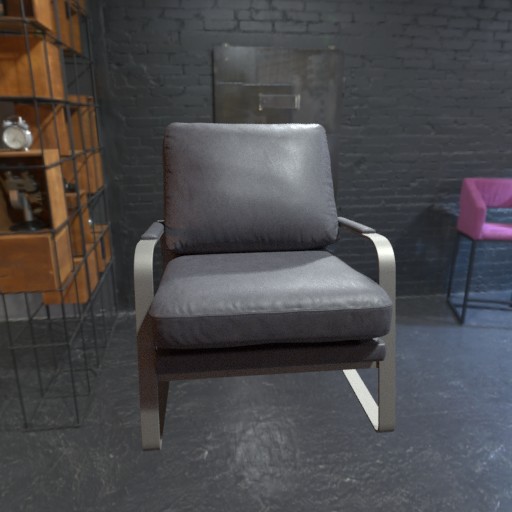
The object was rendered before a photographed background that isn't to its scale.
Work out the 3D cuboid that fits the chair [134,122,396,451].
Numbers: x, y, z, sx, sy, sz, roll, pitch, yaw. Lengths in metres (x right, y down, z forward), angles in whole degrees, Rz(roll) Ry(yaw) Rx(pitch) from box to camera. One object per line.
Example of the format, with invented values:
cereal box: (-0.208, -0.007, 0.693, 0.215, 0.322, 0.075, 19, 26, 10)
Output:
chair: (0.000, 0.000, 1.459, 0.692, 0.839, 0.878, -2, 17, -6)
